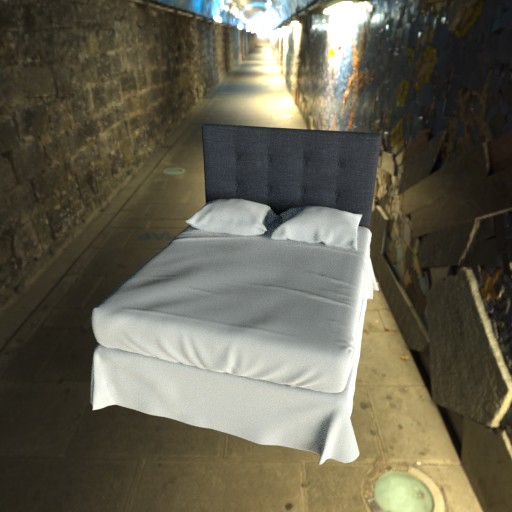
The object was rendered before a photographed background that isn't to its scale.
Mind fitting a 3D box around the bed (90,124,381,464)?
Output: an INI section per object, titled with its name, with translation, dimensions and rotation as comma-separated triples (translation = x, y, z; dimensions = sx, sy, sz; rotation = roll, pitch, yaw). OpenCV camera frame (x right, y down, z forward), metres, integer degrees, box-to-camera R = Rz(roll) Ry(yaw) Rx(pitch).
[bed]
translation = 0.000, 0.000, 3.438
dimensions = 1.936, 1.577, 2.222
rotation = 8, 28, 15
